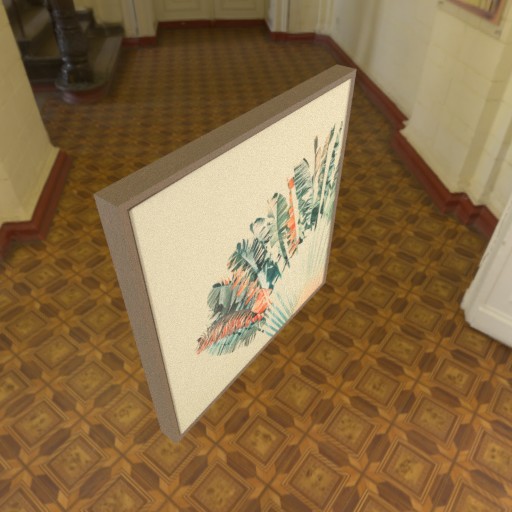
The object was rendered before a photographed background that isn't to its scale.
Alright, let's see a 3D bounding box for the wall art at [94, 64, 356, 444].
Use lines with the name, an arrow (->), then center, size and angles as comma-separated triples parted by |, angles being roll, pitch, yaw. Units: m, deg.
wall art -> 0.000, 0.000, 0.773 | 0.038, 0.506, 0.508 | 27, 48, 27
